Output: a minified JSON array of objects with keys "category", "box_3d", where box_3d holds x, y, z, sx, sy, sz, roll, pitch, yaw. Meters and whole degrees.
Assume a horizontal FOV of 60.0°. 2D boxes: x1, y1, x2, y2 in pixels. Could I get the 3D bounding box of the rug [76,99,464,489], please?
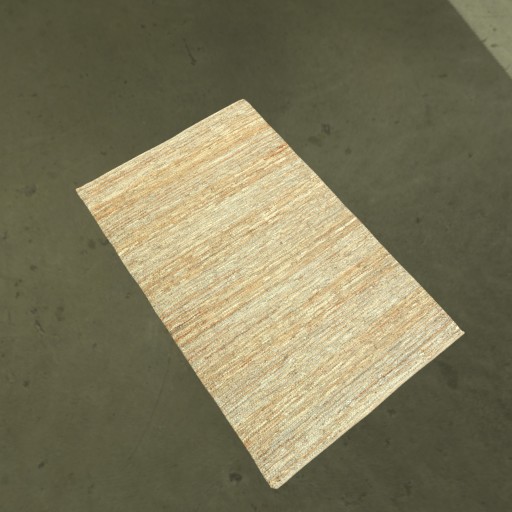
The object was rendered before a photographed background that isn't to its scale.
[{"category":"rug","box_3d":[0.000,0.000,3.051,1.529,0.009,2.446,-33,70,-14]}]
